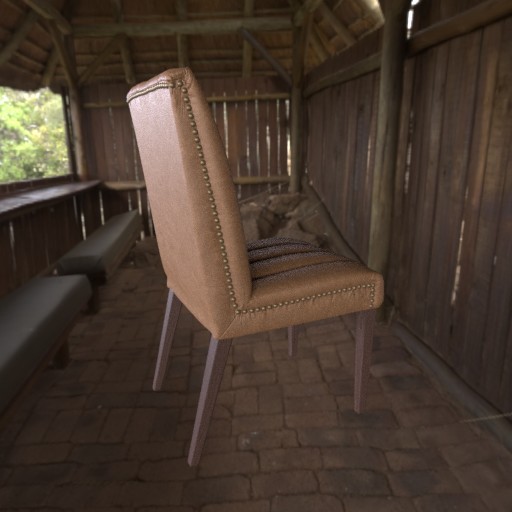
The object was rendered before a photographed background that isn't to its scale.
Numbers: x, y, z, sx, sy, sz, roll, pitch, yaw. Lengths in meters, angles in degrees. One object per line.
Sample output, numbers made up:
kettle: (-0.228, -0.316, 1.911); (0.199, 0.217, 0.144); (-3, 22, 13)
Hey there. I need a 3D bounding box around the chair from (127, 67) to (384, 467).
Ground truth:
chair: (0.000, 0.000, 1.393); (0.647, 1.016, 0.511); (-7, 16, -25)
